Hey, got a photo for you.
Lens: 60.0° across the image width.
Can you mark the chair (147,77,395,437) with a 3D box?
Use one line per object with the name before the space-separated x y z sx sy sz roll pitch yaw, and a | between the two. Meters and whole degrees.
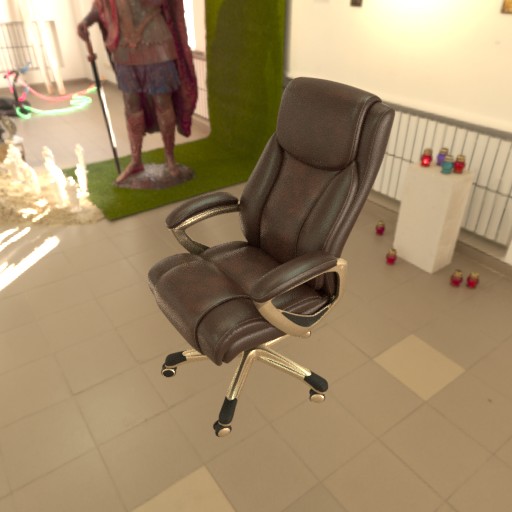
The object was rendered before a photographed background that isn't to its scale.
chair | 0.000 0.000 1.694 0.749 1.194 0.692 -22 38 -30
